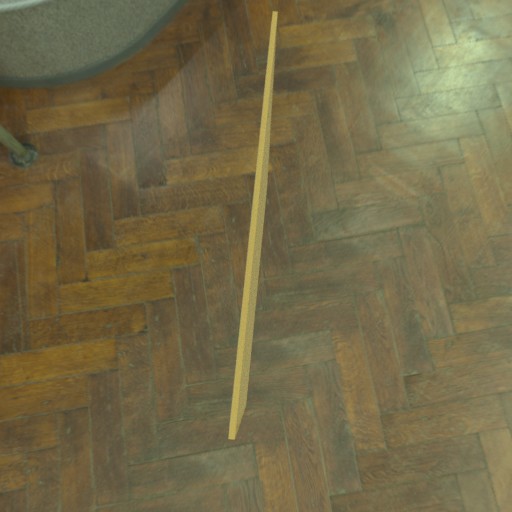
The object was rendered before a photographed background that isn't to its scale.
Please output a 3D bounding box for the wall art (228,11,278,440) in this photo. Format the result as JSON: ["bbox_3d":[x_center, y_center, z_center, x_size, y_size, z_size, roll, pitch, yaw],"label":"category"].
[{"bbox_3d":[0.000,0.000,1.402,0.013,0.959,0.962,5,75,1],"label":"wall art"}]
